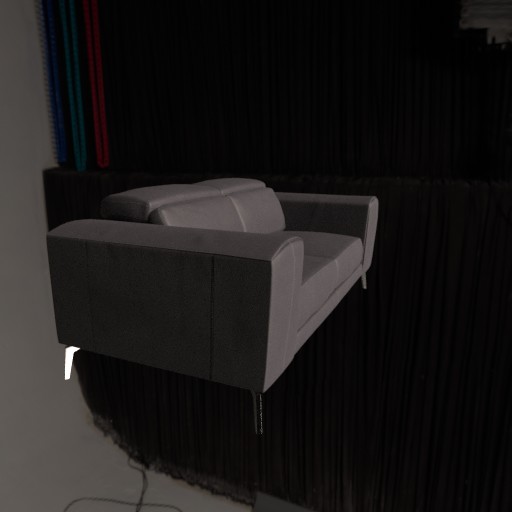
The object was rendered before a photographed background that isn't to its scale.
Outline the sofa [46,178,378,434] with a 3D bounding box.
[{"bbox_3d":[0.000,0.000,2.426,1.003,0.779,1.895,6,15,24],"label":"sofa"}]
